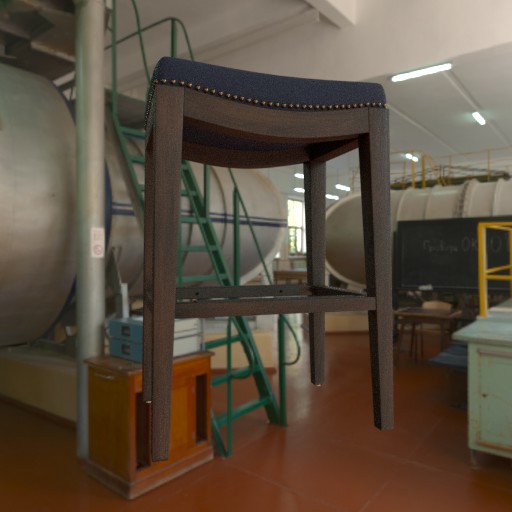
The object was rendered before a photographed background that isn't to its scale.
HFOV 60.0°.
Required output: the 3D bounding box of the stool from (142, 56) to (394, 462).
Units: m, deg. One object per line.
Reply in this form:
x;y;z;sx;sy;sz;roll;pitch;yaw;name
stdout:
0.000;0.000;1.027;0.498;0.740;0.358;0;1;-17;stool
